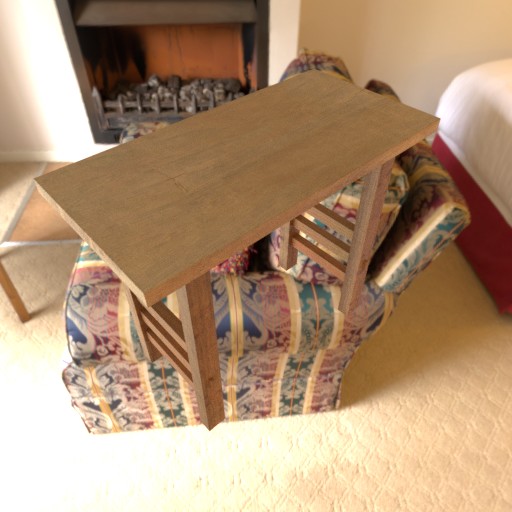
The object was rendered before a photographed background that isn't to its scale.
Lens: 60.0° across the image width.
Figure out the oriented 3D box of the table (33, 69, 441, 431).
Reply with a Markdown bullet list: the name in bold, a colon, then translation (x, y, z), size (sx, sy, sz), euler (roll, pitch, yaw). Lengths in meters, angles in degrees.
- **table**: translation (0.000, 0.000, 1.634), size (1.119, 0.914, 0.556), euler (-32, 53, -29)
